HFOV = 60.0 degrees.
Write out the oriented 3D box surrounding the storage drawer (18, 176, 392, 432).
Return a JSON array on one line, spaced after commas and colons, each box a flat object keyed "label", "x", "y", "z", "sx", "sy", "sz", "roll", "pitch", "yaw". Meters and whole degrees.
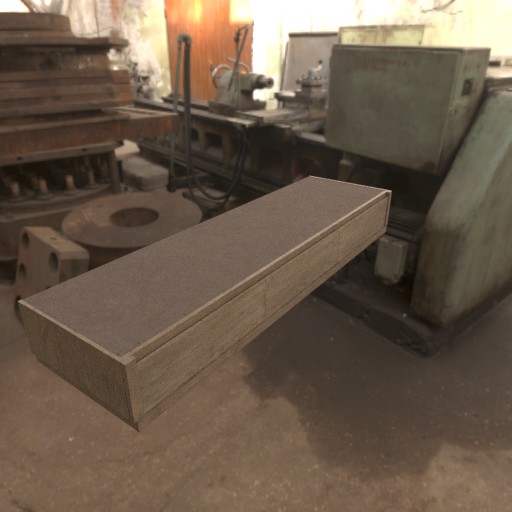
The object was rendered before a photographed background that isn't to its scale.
[{"label": "storage drawer", "x": 0.000, "y": 0.000, "z": 2.237, "sx": 0.591, "sy": 0.274, "sz": 2.072, "roll": 18, "pitch": 31, "yaw": 32}]
